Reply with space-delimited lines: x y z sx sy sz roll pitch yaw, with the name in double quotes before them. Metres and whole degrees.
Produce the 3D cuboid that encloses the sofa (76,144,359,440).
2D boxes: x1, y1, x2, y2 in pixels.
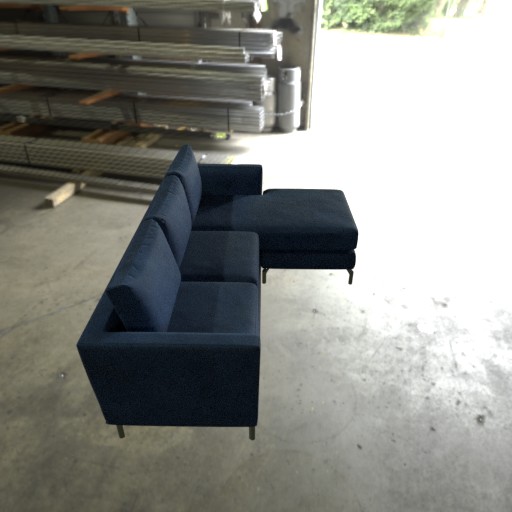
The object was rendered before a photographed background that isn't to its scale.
"sofa" 0.000 0.000 3.183 1.622 0.987 2.438 1 31 1
